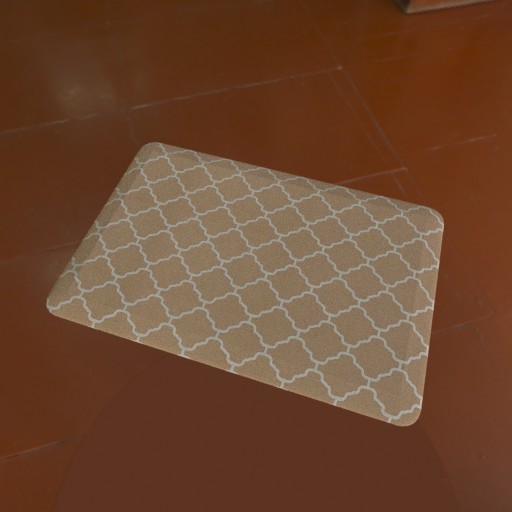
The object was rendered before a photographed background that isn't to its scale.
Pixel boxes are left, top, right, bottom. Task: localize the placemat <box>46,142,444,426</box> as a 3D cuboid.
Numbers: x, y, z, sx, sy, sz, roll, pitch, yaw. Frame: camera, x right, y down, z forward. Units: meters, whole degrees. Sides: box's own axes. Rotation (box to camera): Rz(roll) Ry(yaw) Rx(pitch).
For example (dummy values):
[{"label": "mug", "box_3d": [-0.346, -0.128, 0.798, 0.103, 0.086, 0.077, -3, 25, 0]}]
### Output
[{"label": "placemat", "box_3d": [0.000, 0.000, 0.959, 0.762, 0.021, 0.508, 15, 60, 9]}]
